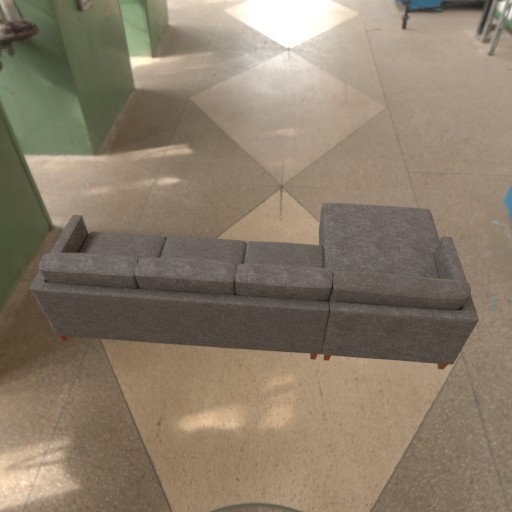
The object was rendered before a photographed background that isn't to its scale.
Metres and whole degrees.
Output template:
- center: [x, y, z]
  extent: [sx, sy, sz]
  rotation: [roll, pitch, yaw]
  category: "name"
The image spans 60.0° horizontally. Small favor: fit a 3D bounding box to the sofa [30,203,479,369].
- center: [0.000, 0.000, 4.106]
  extent: [3.471, 0.954, 1.606]
  rotation: [4, 45, 4]
  category: "sofa"
